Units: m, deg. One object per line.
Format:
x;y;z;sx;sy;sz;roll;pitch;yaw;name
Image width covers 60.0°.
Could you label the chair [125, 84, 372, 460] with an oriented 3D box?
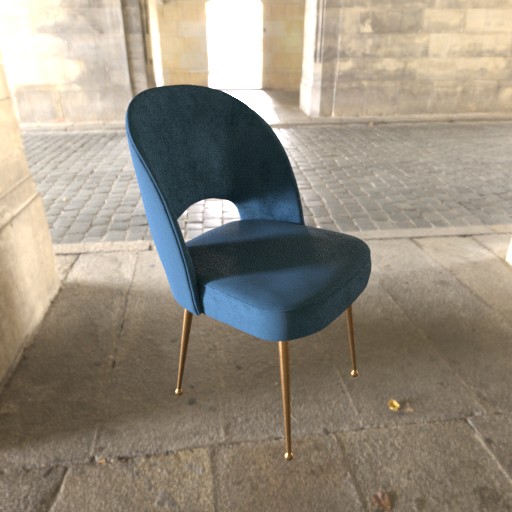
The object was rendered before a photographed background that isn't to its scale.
0.000;0.000;1.228;0.577;0.860;0.527;18;31;32;chair
